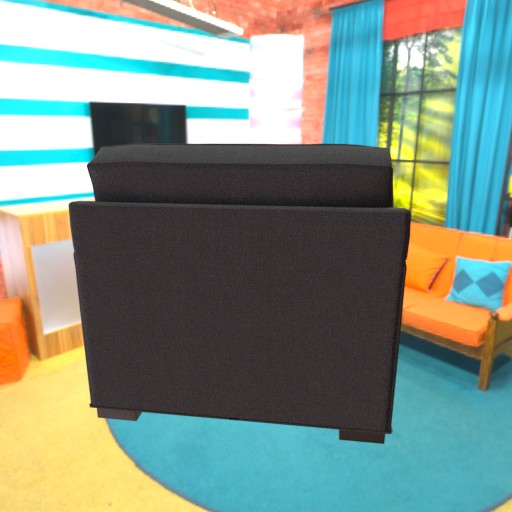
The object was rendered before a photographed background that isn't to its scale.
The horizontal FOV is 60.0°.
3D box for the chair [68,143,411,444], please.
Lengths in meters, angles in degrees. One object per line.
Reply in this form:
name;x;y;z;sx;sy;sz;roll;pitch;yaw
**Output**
chair;0.000;0.000;1.815;0.997;0.913;1.043;2;16;8
